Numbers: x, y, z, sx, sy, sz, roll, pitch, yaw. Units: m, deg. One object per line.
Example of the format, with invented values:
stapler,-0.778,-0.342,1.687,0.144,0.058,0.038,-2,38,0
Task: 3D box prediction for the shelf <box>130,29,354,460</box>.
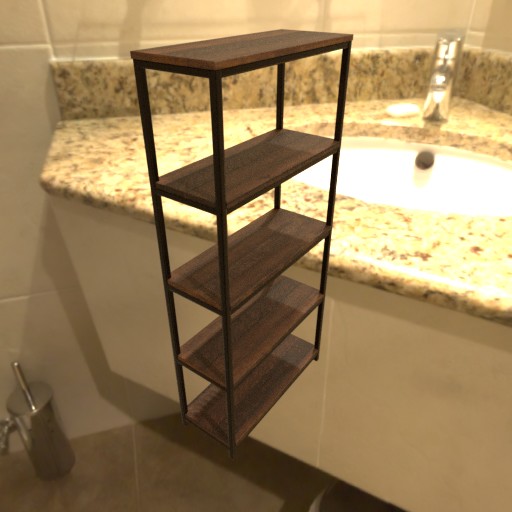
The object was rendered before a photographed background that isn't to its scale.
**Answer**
shelf,0.000,0.000,2.123,0.359,1.860,0.874,21,38,30
